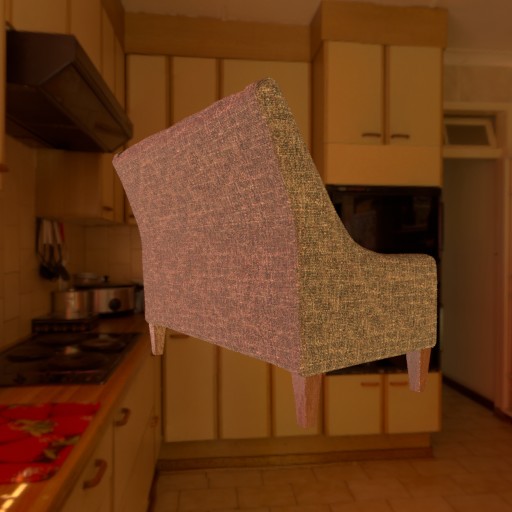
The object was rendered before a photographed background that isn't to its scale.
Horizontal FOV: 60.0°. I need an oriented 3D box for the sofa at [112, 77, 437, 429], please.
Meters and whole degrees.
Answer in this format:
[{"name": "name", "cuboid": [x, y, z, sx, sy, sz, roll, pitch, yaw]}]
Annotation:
[{"name": "sofa", "cuboid": [0.000, 0.000, 1.936, 0.870, 1.021, 1.242, -1, 1, -36]}]
